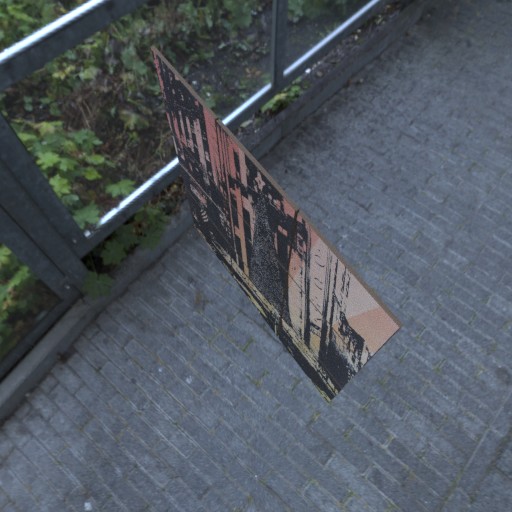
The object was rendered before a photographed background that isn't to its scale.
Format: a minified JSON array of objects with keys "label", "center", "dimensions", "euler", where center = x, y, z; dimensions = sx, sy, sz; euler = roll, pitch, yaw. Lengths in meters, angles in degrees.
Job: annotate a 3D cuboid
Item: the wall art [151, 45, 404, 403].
[{"label":"wall art","center":[0.000,0.000,1.831],"dimensions":[0.013,1.216,1.216],"euler":[-33,68,-15]}]
